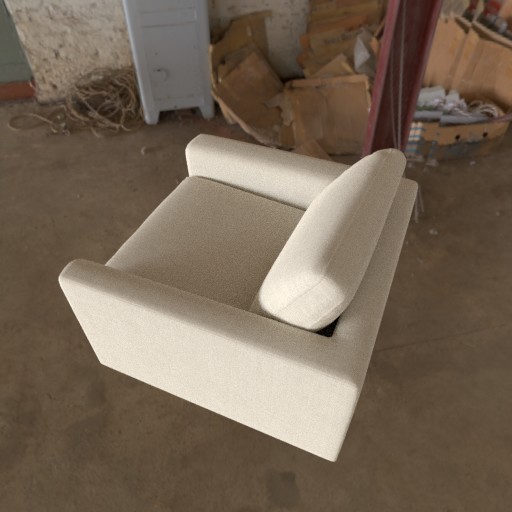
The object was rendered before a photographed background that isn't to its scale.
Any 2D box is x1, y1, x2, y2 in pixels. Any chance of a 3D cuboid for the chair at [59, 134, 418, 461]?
[{"bbox_3d":[0.000,0.000,1.861,1.100,0.876,1.070,17,48,16],"label":"chair"}]
